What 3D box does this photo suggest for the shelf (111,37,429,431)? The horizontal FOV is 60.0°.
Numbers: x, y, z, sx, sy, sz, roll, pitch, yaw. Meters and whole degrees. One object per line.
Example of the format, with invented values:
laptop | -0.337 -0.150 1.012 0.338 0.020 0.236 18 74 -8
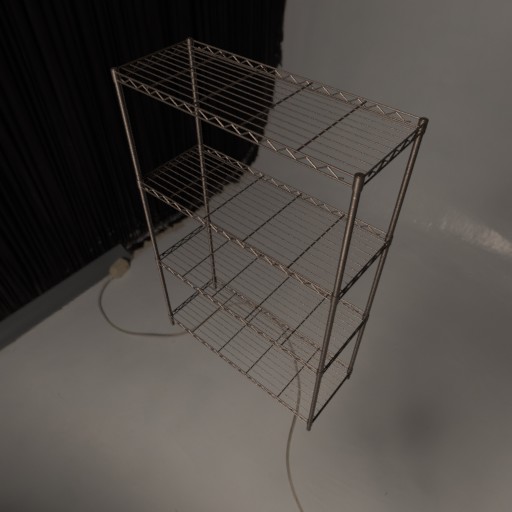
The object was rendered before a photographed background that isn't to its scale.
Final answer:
shelf | 0.000 0.000 1.764 0.907 1.361 0.352 31 53 27
